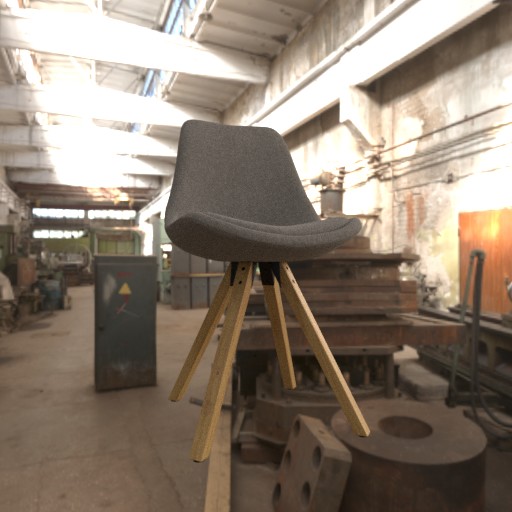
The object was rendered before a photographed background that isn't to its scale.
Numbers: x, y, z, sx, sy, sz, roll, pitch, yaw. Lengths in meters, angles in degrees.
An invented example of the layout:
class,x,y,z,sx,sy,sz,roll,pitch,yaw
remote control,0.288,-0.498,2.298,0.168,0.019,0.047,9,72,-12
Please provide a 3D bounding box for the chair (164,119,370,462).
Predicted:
class,x,y,z,sx,sy,sz,roll,pitch,yaw
chair,0.000,0.000,1.202,0.483,0.865,0.550,0,0,-19
